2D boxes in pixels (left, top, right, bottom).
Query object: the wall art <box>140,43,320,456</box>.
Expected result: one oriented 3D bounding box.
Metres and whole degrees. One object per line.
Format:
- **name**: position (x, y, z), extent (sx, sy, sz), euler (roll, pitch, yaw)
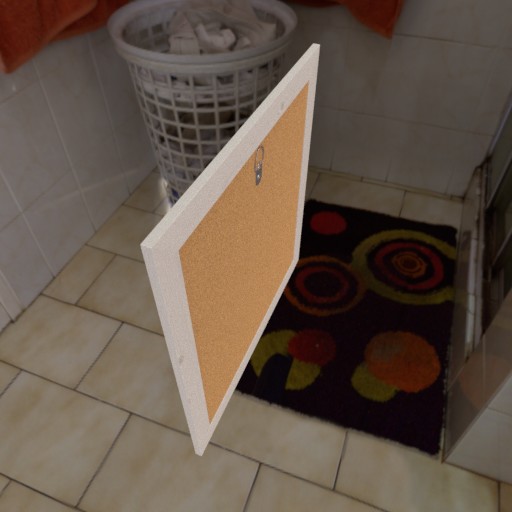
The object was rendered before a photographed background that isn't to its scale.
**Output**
- **wall art**: position (0.000, 0.000, 0.840), extent (0.015, 0.577, 0.572), euler (17, 49, 16)
